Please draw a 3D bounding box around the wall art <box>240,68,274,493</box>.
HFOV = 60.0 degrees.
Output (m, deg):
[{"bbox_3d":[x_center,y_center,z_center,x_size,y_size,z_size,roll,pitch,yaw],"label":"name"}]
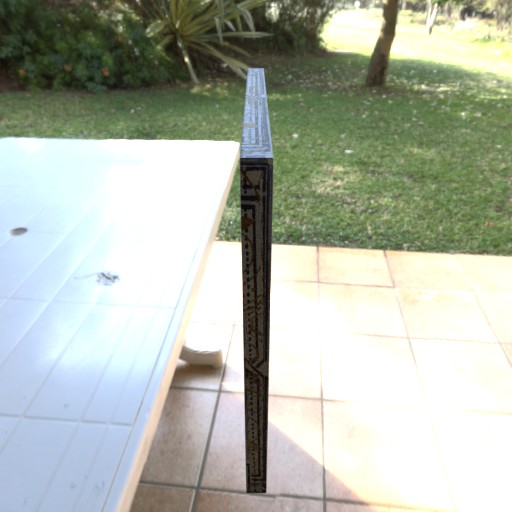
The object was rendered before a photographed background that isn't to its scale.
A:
[{"bbox_3d":[0.000,0.000,0.881,0.036,0.607,0.609,0,31,0],"label":"wall art"}]
